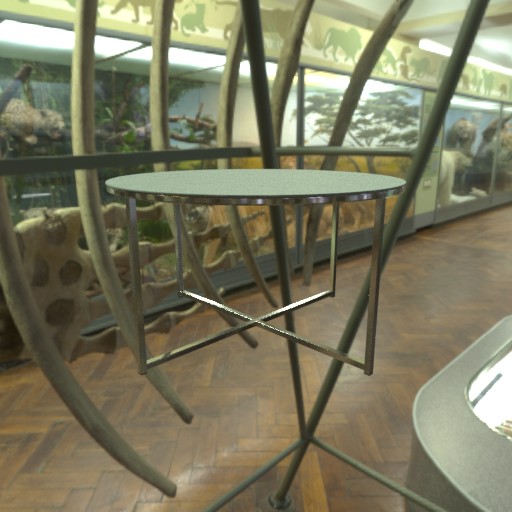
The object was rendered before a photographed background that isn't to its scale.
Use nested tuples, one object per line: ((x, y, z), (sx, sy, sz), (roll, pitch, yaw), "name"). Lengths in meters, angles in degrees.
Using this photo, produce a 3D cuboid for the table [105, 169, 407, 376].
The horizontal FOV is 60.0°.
((0.000, 0.000, 1.294), (0.800, 0.450, 0.800), (0, 15, 0), "table")
